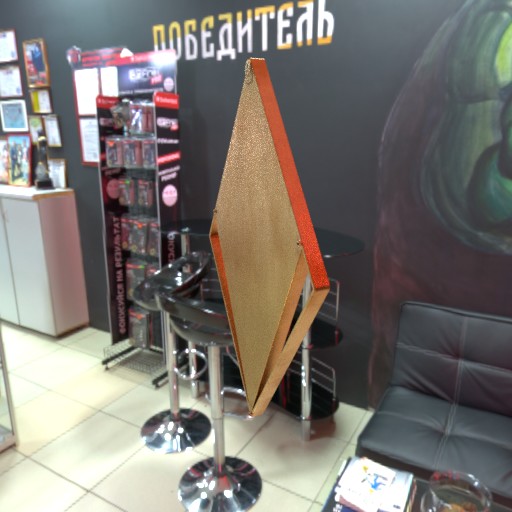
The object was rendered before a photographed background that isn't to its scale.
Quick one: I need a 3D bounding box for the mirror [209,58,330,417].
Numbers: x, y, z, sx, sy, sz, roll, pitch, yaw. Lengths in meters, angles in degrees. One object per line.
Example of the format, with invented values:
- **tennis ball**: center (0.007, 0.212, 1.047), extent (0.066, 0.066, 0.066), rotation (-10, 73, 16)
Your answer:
- **mirror**: center (0.000, 0.000, 0.823), extent (0.032, 0.679, 0.419), rotation (-7, 17, -26)
